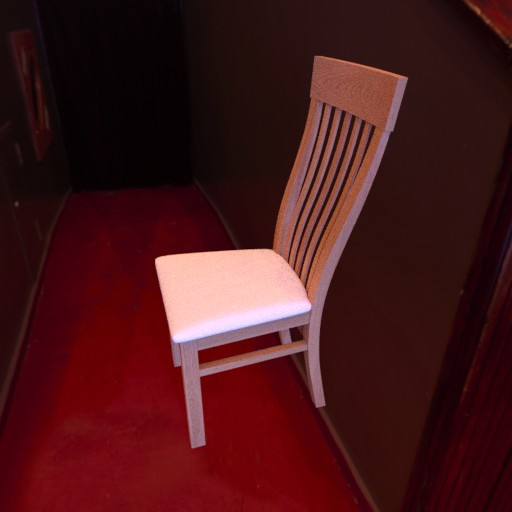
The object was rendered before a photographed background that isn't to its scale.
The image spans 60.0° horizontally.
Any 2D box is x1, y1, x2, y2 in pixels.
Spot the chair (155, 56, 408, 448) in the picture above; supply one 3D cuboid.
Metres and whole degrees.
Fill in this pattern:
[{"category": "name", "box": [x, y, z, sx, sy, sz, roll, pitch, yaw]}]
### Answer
[{"category": "chair", "box": [0.000, 0.000, 1.340, 0.580, 1.050, 0.450, -9, 31, -15]}]
